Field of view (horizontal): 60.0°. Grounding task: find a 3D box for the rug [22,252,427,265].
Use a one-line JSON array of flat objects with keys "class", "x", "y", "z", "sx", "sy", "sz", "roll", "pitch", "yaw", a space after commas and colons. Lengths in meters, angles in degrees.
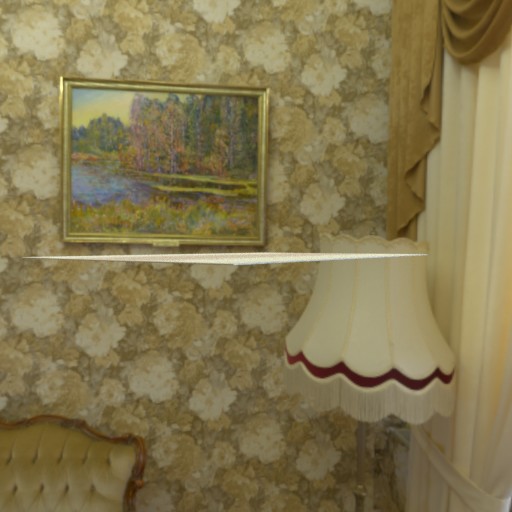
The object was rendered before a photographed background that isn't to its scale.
[{"class": "rug", "x": 0.000, "y": 0.000, "z": 2.342, "sx": 1.234, "sy": 0.006, "sz": 1.850, "roll": 1, "pitch": 2, "yaw": 37}]
